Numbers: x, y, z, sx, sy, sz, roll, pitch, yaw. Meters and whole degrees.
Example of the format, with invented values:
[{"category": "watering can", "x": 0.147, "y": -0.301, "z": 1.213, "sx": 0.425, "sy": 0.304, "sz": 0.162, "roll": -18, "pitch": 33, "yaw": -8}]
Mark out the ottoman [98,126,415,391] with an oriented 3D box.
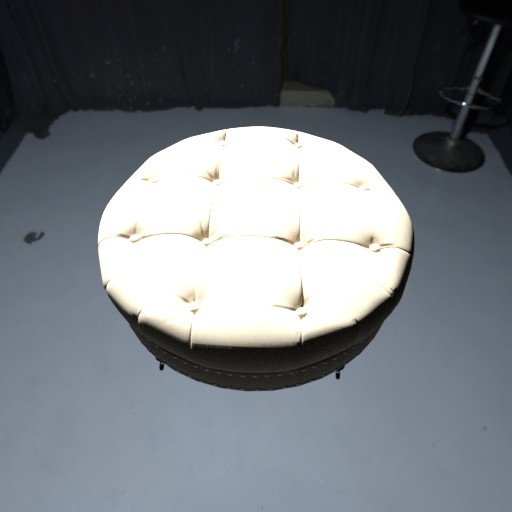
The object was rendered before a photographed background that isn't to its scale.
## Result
[{"category": "ottoman", "x": 0.000, "y": 0.000, "z": 1.373, "sx": 0.901, "sy": 0.439, "sz": 0.901, "roll": 0, "pitch": 48, "yaw": 0}]
